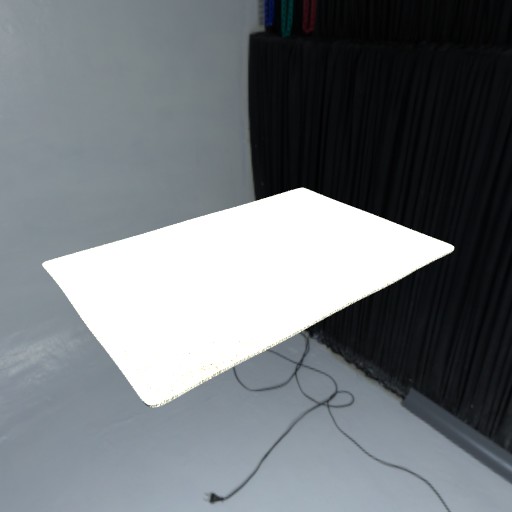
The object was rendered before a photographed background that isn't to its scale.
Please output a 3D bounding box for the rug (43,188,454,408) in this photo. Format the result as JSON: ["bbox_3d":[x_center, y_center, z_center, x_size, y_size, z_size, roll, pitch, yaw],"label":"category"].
[{"bbox_3d":[0.000,0.000,3.450,2.698,0.025,1.798,-21,35,-33],"label":"rug"}]
